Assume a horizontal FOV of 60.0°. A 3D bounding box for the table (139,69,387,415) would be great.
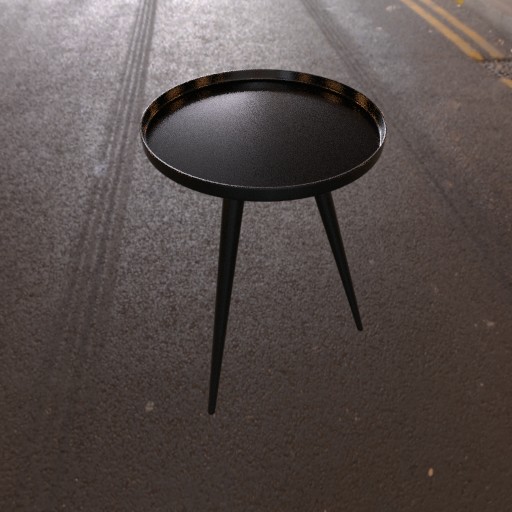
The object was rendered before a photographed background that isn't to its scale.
[{"bbox_3d":[0.000,0.000,0.848,0.403,0.548,0.415,24,49,23],"label":"table"}]
